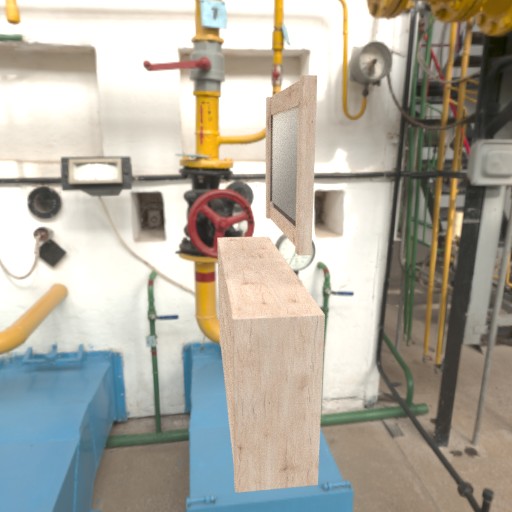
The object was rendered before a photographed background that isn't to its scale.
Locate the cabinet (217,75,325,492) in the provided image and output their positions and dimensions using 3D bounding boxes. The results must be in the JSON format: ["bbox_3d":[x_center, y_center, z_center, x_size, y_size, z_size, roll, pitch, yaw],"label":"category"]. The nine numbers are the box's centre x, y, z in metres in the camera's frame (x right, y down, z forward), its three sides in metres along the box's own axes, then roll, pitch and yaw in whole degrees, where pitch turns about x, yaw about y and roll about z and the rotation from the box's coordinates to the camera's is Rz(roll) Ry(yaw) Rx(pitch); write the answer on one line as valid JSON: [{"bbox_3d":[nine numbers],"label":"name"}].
[{"bbox_3d":[0.000,0.000,2.786,0.420,1.981,1.700,-2,15,-7],"label":"cabinet"}]
